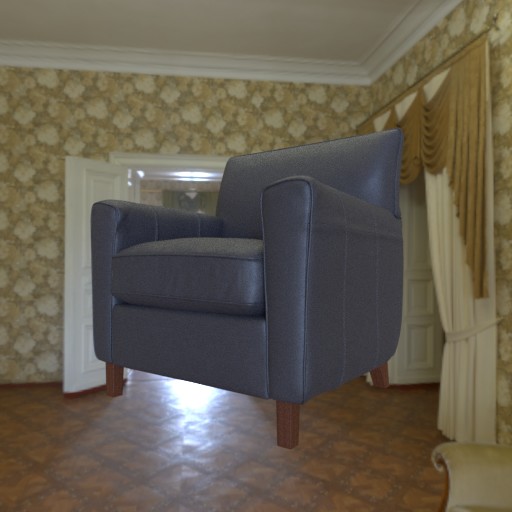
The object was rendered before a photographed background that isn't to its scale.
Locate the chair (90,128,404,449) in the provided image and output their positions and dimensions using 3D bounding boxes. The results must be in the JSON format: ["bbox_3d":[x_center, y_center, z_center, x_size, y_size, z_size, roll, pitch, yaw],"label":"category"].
[{"bbox_3d":[0.000,0.000,1.567,0.870,0.943,0.825,0,-1,36],"label":"chair"}]
